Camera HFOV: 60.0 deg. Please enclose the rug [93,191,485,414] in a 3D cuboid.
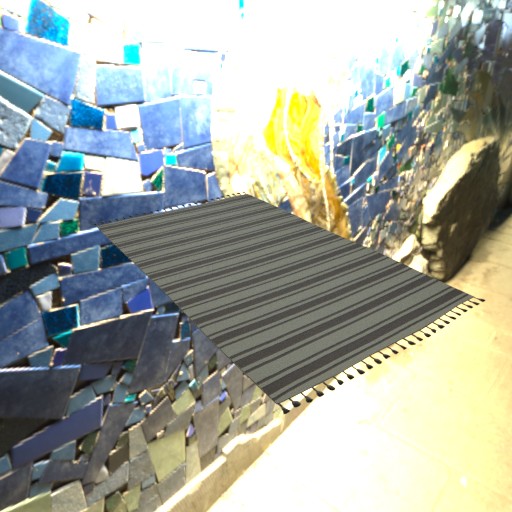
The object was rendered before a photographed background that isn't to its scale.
[{"bbox_3d":[0.000,0.000,2.542,1.229,0.011,2.096,-17,31,-31],"label":"rug"}]
